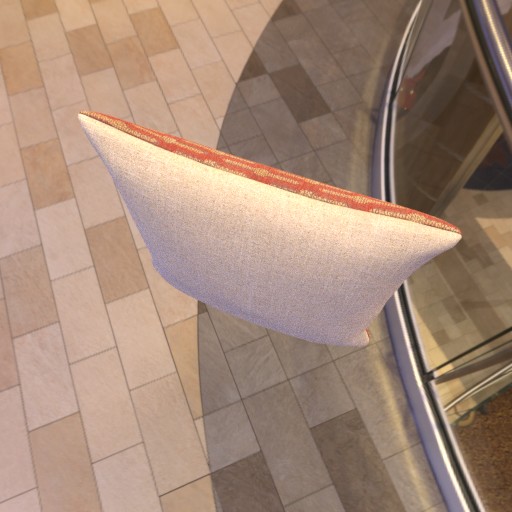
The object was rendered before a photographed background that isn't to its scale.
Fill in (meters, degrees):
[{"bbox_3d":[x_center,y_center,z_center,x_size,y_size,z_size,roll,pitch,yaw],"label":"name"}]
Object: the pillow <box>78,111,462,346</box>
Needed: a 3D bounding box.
[{"bbox_3d":[0.000,0.000,0.767,0.511,0.503,0.182,19,66,9],"label":"pillow"}]
